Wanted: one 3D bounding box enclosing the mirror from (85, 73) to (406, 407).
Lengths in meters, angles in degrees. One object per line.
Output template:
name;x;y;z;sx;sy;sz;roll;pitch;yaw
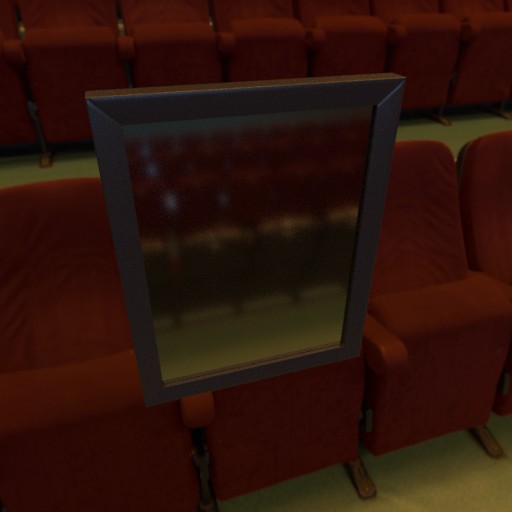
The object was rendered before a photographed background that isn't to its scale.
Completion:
mirror;0.000;0.000;0.687;0.405;0.508;0.041;-9;33;-15
